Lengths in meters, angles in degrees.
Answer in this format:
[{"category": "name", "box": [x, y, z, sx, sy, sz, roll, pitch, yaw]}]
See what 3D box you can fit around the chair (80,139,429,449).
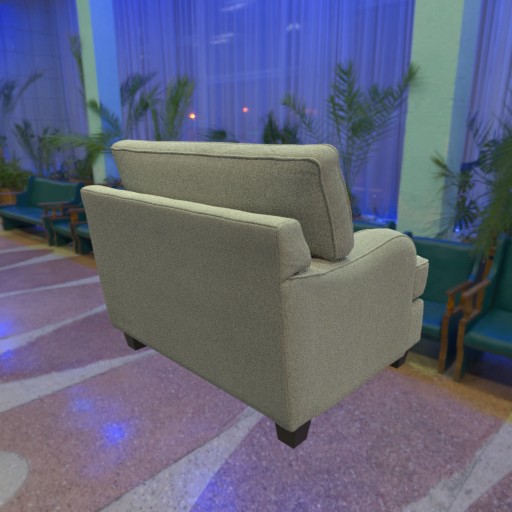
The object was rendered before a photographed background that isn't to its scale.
[{"category": "chair", "box": [0.000, 0.000, 2.006, 1.220, 1.016, 1.041, 15, 22, 42]}]
